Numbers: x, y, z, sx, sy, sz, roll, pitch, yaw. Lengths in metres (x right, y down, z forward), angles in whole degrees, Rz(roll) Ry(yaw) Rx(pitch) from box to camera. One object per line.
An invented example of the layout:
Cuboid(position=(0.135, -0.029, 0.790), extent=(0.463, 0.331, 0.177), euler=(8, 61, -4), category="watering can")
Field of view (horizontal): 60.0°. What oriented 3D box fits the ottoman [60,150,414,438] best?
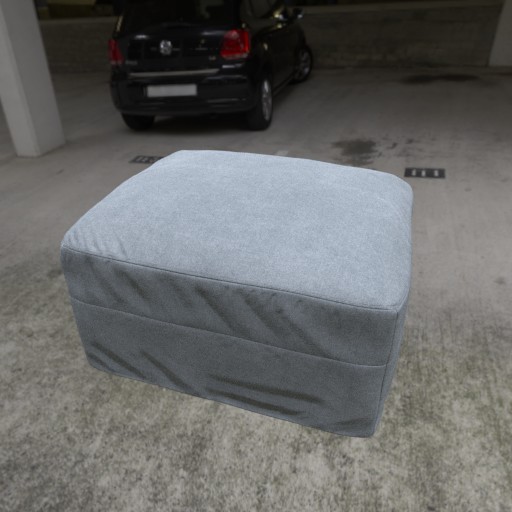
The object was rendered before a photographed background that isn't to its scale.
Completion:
Cuboid(position=(0.000, 0.000, 1.266), extent=(0.837, 0.481, 0.683), euler=(10, 34, 15), category="ottoman")
